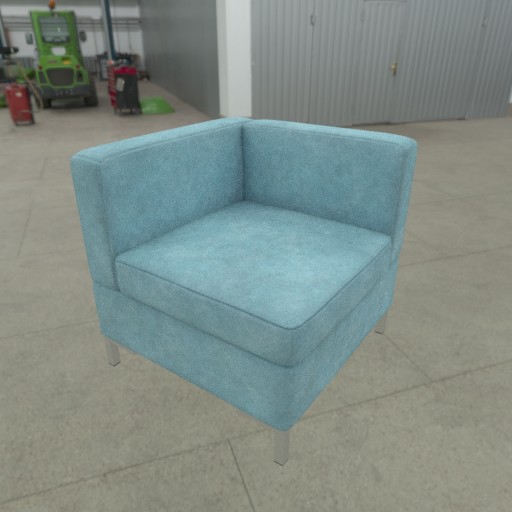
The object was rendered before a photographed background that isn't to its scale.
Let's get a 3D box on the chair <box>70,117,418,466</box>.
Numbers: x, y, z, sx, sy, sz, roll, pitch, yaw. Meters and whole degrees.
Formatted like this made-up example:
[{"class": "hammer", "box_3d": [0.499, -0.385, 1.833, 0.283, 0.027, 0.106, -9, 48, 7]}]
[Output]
[{"class": "chair", "box_3d": [0.000, 0.000, 1.283, 0.684, 0.660, 0.691, 17, 31, 31]}]
